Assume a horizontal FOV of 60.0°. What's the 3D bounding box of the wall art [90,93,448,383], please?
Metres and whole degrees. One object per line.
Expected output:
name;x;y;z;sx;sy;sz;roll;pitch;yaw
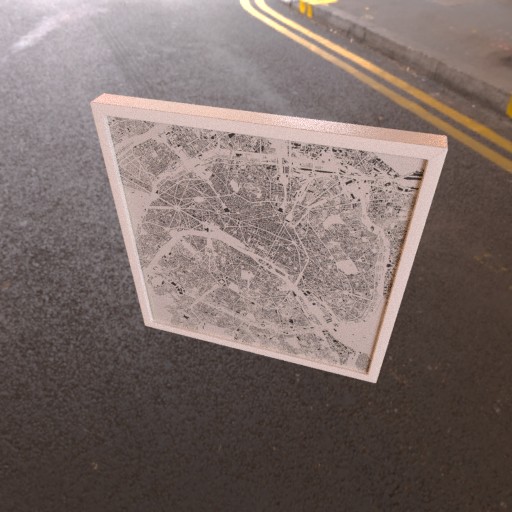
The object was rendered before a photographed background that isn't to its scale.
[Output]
wall art;0.000;0.000;0.783;0.508;0.508;0.038;11;42;13
